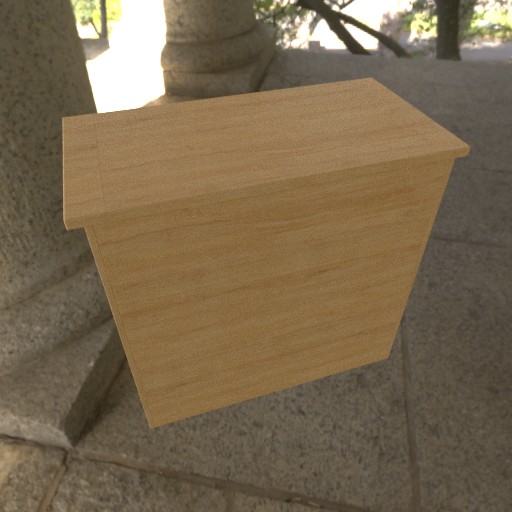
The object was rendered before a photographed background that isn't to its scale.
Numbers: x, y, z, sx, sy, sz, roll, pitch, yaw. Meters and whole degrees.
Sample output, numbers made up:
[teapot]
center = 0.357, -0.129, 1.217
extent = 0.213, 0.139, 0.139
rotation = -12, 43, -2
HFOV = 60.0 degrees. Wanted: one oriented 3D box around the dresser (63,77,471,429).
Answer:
[dresser]
center = 0.000, 0.000, 1.209
extent = 0.800, 0.730, 0.410
rotation = -12, 43, -13
